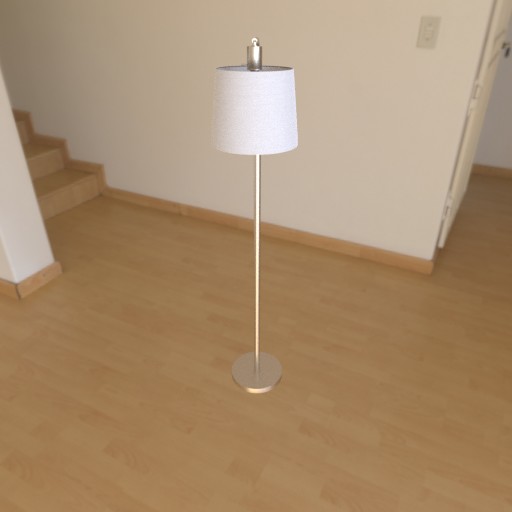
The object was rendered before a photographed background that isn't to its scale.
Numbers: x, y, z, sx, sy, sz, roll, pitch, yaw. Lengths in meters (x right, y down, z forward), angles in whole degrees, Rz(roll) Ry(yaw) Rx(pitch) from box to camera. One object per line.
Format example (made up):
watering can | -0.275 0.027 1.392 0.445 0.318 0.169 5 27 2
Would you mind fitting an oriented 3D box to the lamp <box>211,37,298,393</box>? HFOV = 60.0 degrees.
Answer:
lamp | 0.000 0.000 1.647 0.254 1.478 0.508 1 31 2
